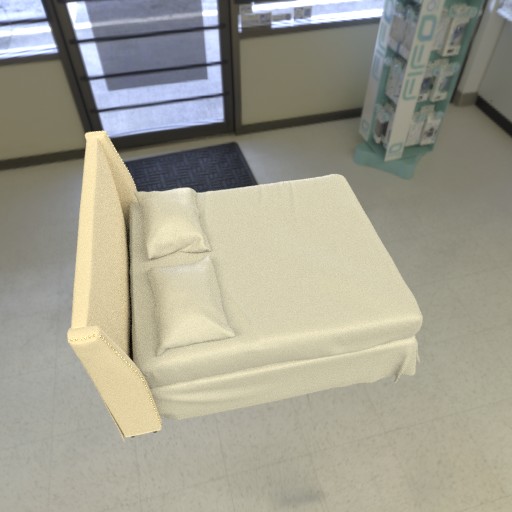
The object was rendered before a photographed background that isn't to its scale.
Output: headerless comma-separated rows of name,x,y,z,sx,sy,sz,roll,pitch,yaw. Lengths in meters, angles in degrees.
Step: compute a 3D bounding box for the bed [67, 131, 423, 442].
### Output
bed,0.000,0.000,3.381,2.276,1.332,1.925,-9,48,-8
